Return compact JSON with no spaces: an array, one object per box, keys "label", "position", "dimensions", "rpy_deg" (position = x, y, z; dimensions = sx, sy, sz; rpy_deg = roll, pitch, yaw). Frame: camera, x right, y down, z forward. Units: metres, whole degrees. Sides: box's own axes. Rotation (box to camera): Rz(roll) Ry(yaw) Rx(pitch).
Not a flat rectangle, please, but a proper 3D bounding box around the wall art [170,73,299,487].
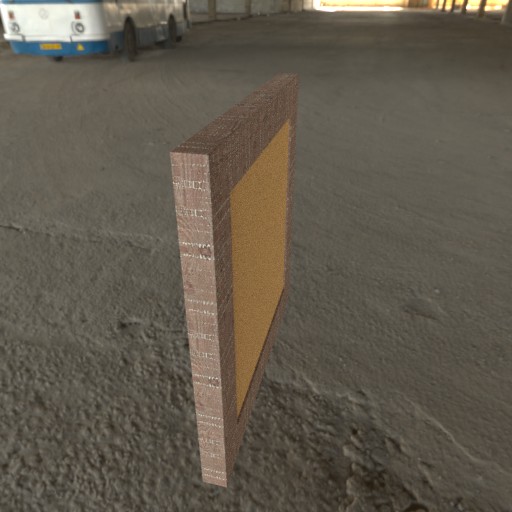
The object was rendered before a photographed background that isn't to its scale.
[{"label":"wall art","position":[0.000,0.000,0.785],"dimensions":[0.040,0.531,0.531],"rpy_deg":[7,31,12]}]
